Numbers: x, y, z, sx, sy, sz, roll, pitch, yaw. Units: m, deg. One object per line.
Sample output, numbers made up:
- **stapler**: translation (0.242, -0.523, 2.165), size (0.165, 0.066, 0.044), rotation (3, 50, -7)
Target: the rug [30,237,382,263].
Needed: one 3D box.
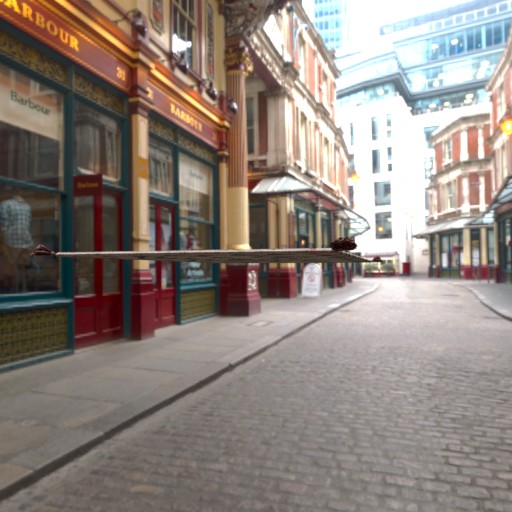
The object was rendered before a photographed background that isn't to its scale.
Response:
- **rug**: translation (0.000, 0.000, 3.335), size (1.741, 0.066, 2.672), rotation (-1, -2, 18)
